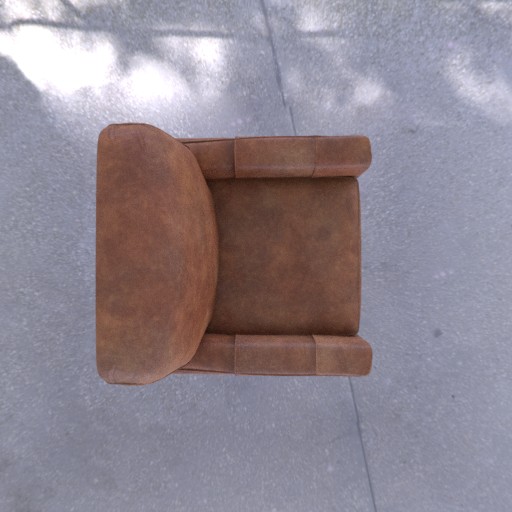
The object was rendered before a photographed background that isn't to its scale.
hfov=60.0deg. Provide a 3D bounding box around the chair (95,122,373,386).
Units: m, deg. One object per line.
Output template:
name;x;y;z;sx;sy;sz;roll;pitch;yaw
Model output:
chair;0.000;0.000;1.630;0.836;1.043;0.843;0;89;-1
